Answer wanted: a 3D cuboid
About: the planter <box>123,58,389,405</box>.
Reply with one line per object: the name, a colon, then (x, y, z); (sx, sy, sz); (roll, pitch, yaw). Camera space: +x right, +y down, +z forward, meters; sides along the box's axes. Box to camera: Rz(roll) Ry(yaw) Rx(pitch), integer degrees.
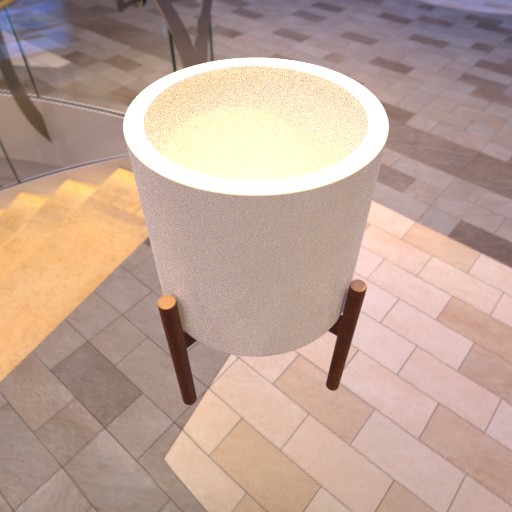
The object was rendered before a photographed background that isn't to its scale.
planter: (0.000, 0.000, 0.953); (0.417, 0.670, 0.417); (-4, 47, -4)
